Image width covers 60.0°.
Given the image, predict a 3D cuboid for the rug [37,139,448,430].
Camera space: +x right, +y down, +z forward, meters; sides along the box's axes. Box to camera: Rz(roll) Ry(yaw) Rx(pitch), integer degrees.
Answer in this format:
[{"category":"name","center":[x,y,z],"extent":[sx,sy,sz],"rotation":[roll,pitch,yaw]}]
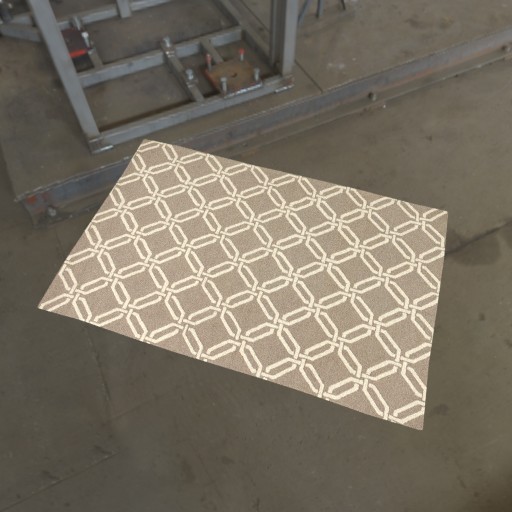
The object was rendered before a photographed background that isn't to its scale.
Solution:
[{"category":"rug","center":[0.000,0.000,2.163],"extent":[1.748,0.010,1.142],"rotation":[15,60,9]}]
